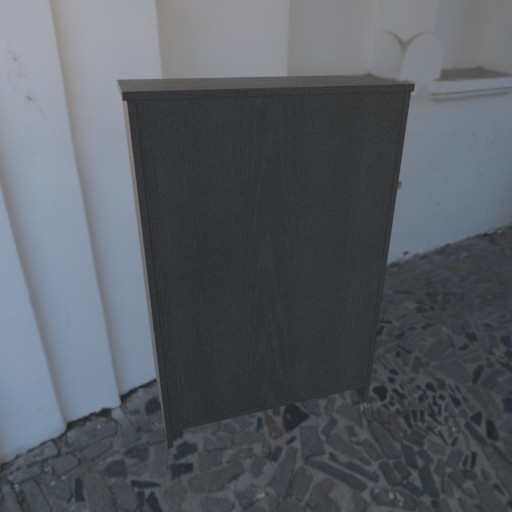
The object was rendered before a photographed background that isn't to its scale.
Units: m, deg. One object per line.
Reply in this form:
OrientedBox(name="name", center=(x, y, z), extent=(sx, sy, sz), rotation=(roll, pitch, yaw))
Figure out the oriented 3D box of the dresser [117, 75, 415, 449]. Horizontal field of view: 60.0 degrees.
OrientedBox(name="dresser", center=(0.000, 0.000, 1.389), extent=(0.700, 1.020, 0.398), rotation=(-8, 26, -16))
